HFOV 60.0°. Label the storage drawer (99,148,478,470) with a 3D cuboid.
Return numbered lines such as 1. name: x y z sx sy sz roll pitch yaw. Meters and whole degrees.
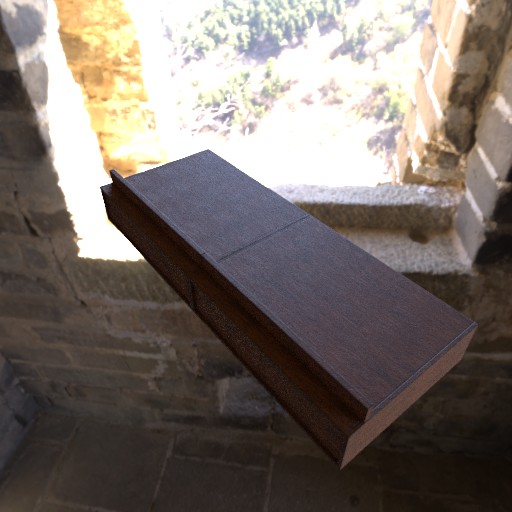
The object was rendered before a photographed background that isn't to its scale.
1. storage drawer: 0.000 0.000 2.211 0.774 0.339 1.914 -27 47 -28
